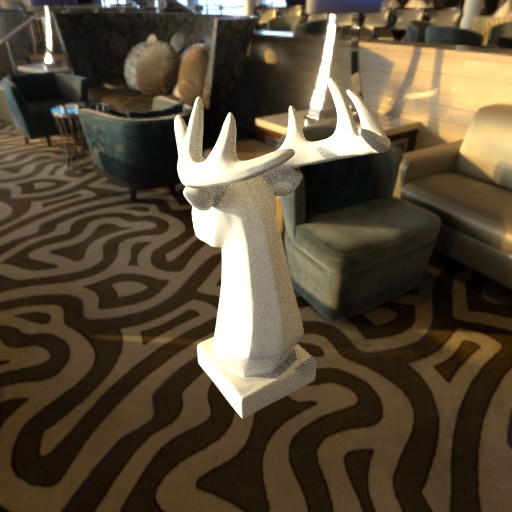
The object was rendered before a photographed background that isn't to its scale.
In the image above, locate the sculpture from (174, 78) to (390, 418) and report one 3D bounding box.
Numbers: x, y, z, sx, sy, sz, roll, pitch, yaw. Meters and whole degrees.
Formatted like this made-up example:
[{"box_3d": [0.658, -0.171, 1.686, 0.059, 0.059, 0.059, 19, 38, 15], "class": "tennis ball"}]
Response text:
[{"box_3d": [0.000, 0.000, 0.451, 0.174, 0.329, 0.224, -19, 35, -29], "class": "sculpture"}]
